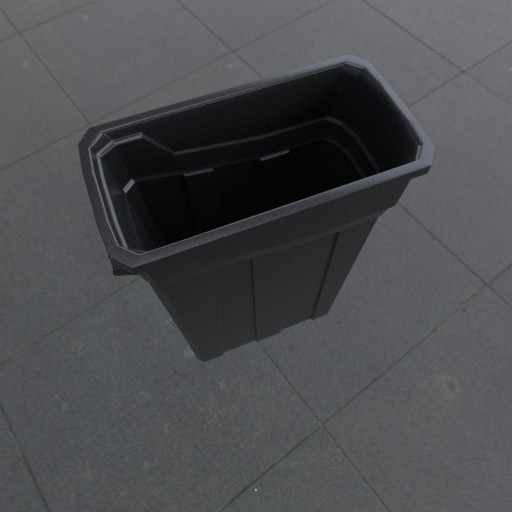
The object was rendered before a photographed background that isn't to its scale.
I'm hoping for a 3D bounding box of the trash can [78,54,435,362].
[{"bbox_3d":[0.000,0.000,1.051,0.559,0.762,0.281,-20,64,-10],"label":"trash can"}]
